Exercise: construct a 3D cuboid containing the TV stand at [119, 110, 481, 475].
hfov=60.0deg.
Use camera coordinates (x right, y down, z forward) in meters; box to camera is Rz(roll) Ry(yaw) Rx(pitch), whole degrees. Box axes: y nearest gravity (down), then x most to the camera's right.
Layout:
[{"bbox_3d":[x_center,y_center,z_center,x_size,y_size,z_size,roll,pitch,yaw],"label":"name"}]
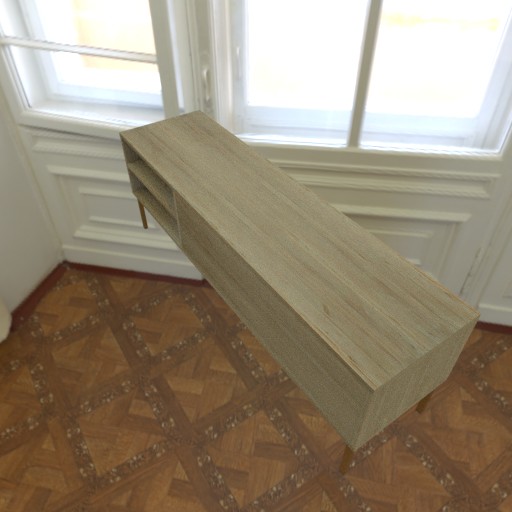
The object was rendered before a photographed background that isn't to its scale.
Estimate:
[{"bbox_3d":[0.000,0.000,1.817,0.420,0.550,1.600,-25,48,-25],"label":"TV stand"}]
